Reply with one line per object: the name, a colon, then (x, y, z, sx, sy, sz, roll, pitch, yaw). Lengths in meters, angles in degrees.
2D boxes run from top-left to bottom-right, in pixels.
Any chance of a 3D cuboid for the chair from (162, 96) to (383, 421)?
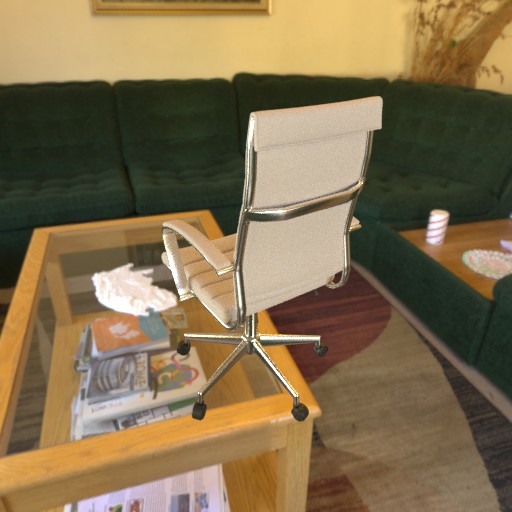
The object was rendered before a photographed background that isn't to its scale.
chair: (0.000, 0.000, 1.622, 0.679, 1.149, 0.667, -18, 33, -30)
